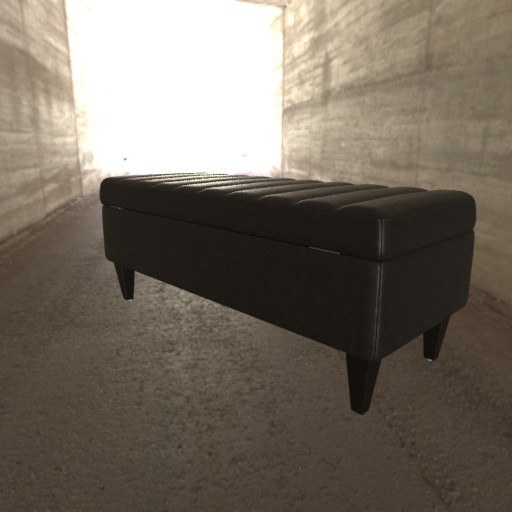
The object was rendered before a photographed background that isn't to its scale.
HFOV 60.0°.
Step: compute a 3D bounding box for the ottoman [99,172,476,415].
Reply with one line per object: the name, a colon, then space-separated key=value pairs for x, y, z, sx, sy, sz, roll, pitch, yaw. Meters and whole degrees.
ottoman: x=0.000 y=0.000 z=1.407 sx=0.482 sy=0.469 sz=1.151 roll=-14 pitch=20 yaw=-43
